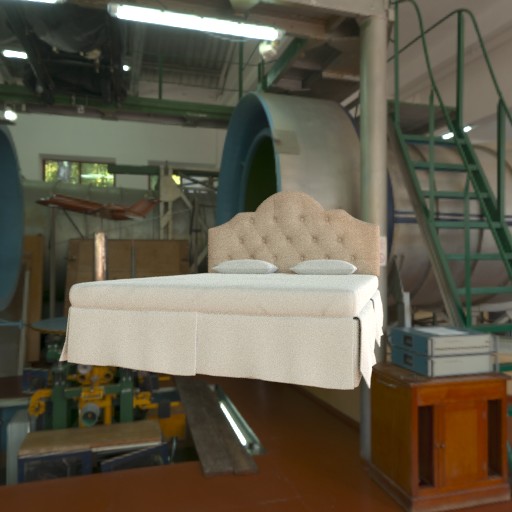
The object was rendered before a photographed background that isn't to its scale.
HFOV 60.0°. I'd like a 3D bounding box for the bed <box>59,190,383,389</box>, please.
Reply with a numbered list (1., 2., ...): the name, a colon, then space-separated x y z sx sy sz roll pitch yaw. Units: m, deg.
1. bed: 0.000 0.000 3.091 1.667 1.194 1.970 0 0 18
